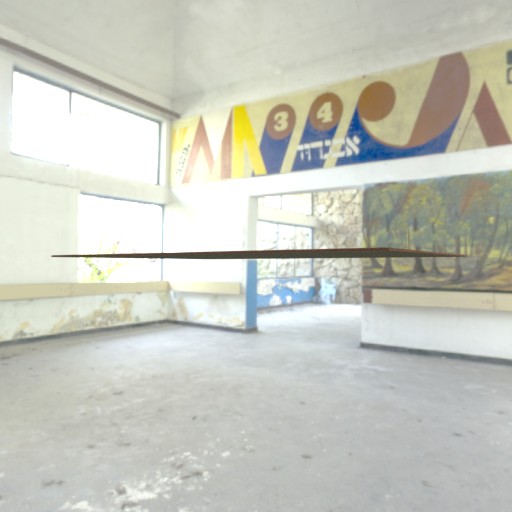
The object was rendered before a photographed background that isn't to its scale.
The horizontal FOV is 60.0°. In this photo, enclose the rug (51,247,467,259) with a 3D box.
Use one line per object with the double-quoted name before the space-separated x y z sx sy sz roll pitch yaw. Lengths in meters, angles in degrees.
"rug" 0.000 0.000 2.333 1.829 0.010 1.219 -1 -1 35
